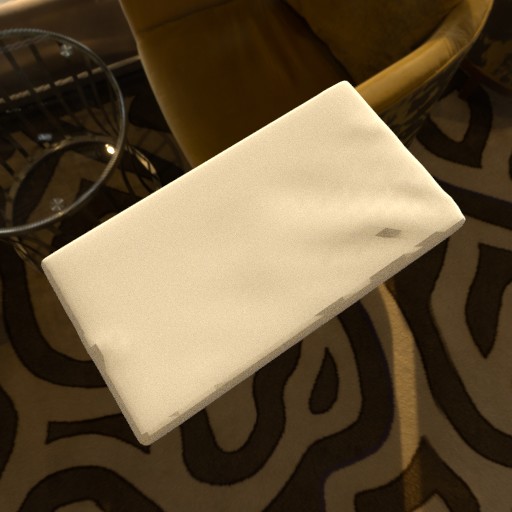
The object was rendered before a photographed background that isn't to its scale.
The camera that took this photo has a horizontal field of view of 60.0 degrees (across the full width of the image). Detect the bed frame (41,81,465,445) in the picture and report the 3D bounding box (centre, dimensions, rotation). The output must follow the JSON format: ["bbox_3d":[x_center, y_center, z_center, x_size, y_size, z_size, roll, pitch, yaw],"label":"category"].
[{"bbox_3d":[0.000,0.000,2.434,1.908,0.640,1.025,-33,76,-9],"label":"bed frame"}]
